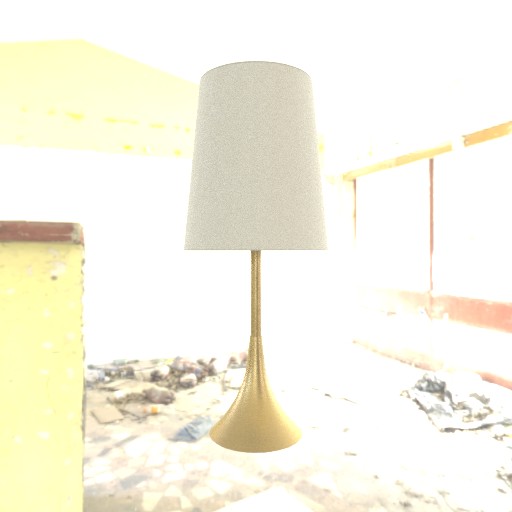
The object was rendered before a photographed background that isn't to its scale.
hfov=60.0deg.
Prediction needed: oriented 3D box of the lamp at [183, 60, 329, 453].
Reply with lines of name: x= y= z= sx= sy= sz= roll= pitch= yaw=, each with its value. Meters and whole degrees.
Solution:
lamp: x=0.000 y=0.000 z=0.714 sx=0.231 sy=0.569 sz=0.231 roll=0 pitch=1 yaw=0
